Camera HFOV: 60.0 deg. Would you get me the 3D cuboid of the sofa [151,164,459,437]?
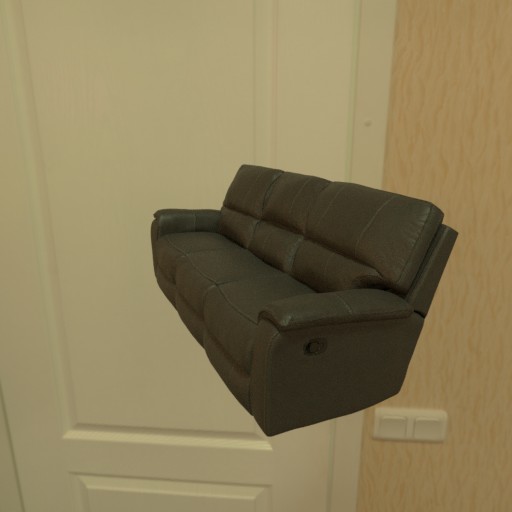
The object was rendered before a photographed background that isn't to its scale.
[{"bbox_3d":[0.000,0.000,3.198,1.104,1.134,2.627,-7,18,-23],"label":"sofa"}]
